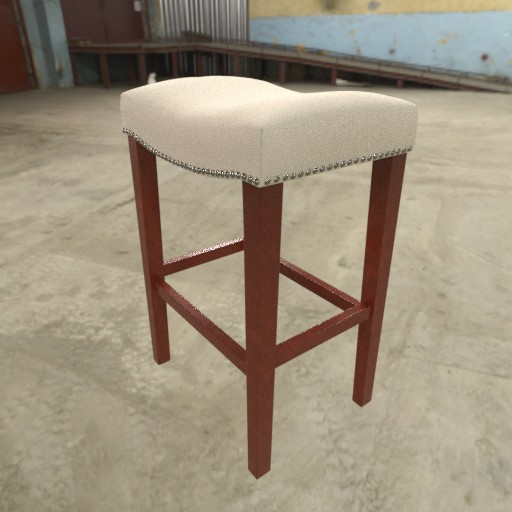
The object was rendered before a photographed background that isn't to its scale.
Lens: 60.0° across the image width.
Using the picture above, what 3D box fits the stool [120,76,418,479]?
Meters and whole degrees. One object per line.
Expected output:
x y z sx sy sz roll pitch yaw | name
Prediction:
0.000 0.000 1.021 0.372 0.742 0.504 -19 32 -33 | stool
